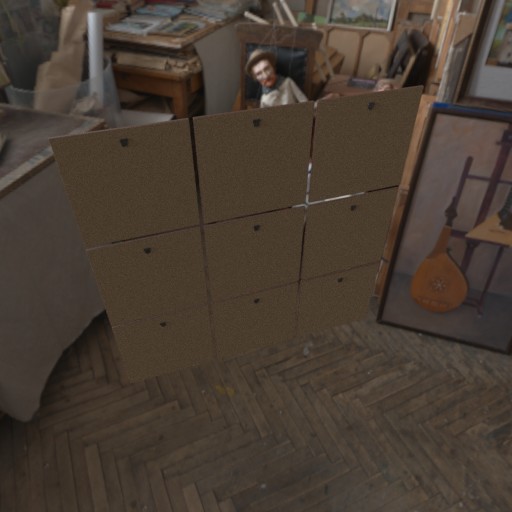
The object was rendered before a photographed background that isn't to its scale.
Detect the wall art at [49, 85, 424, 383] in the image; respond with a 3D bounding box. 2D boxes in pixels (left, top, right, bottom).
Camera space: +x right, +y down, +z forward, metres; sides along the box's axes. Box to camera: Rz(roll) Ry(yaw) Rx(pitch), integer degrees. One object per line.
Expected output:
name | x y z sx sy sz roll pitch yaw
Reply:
wall art | 0.000 0.000 2.243 1.533 1.532 0.019 -13 43 -14
